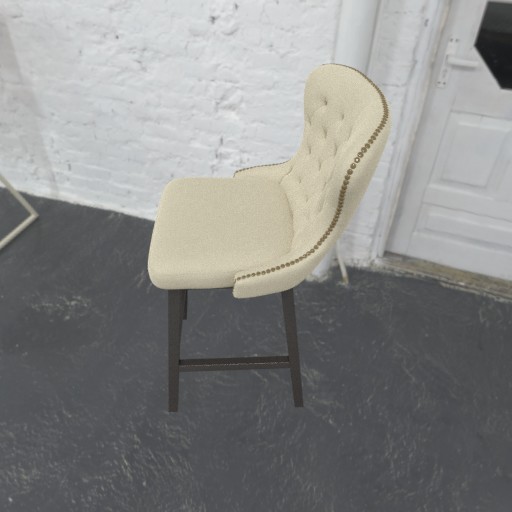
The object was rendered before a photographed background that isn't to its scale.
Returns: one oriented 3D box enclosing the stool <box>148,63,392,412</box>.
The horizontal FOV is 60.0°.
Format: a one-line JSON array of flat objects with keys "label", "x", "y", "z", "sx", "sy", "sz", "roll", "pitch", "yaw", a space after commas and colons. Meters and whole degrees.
[{"label": "stool", "x": 0.000, "y": 0.000, "z": 1.308, "sx": 0.593, "sy": 0.971, "sz": 0.528, "roll": -2, "pitch": 41, "yaw": -2}]
